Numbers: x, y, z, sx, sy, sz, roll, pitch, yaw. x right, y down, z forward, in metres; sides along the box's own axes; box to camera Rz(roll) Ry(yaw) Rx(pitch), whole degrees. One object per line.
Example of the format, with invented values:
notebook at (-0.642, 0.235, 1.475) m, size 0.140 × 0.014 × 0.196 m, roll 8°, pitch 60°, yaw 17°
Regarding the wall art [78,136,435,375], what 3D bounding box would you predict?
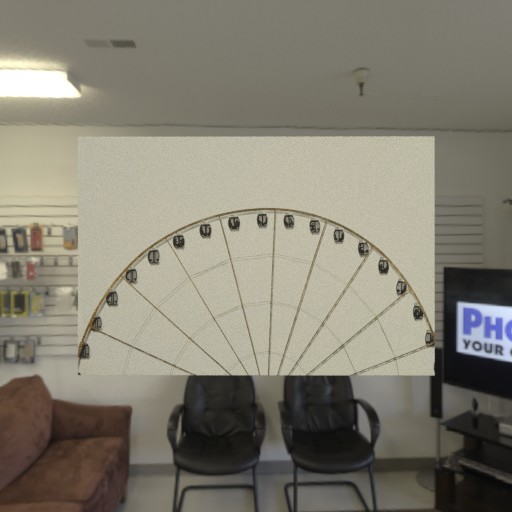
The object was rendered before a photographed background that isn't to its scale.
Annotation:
wall art at (0.000, 0.000, 1.132) m, size 0.898 × 0.601 × 0.038 m, roll 0°, pitch 0°, yaw 0°
